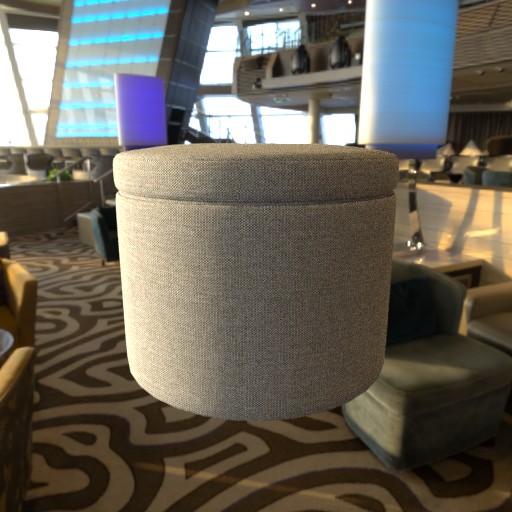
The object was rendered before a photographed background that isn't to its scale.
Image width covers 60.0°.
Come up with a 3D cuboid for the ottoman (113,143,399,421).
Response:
[{"bbox_3d":[0.000,0.000,0.852,0.500,0.419,0.500,0,14,0],"label":"ottoman"}]
